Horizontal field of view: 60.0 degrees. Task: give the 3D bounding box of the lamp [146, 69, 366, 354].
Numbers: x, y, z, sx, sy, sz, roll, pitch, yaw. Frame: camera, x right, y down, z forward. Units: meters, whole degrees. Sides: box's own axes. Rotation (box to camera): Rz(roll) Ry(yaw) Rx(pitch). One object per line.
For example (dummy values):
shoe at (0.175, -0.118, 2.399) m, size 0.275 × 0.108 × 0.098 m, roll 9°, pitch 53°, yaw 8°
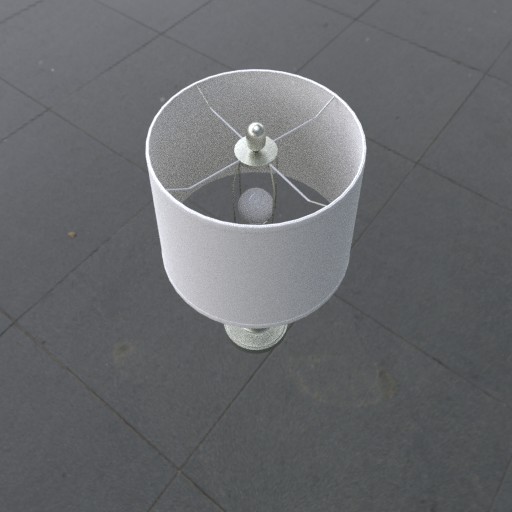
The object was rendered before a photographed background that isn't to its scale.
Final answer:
lamp at (0.000, 0.000, 0.960) m, size 0.383 × 0.733 × 0.383 m, roll 0°, pitch 58°, yaw 0°
